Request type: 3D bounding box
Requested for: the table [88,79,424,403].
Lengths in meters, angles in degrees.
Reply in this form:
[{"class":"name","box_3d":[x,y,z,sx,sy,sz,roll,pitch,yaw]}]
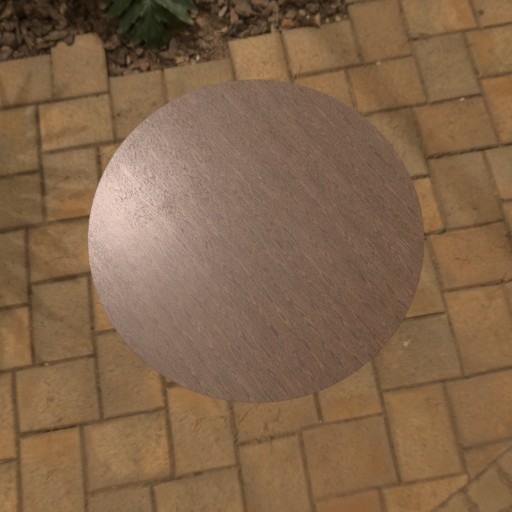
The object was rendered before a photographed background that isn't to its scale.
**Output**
[{"class":"table","box_3d":[0.000,0.000,1.773,1.053,0.786,1.053,0,77,0]}]
